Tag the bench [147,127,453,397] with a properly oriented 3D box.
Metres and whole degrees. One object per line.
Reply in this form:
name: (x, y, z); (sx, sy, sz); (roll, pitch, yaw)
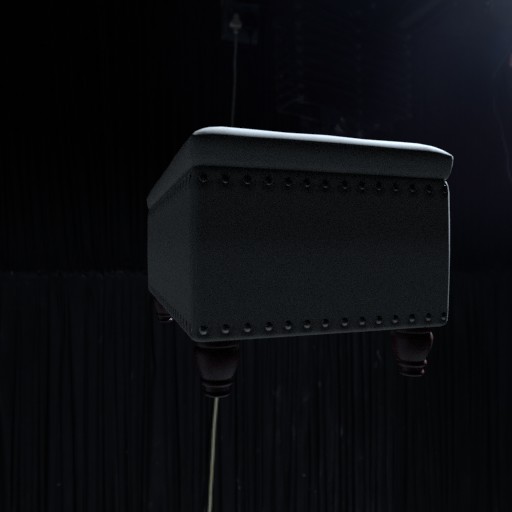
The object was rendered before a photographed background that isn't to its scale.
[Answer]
bench: (0.000, 0.000, 1.178); (0.500, 0.449, 0.887); (0, 1, -18)
